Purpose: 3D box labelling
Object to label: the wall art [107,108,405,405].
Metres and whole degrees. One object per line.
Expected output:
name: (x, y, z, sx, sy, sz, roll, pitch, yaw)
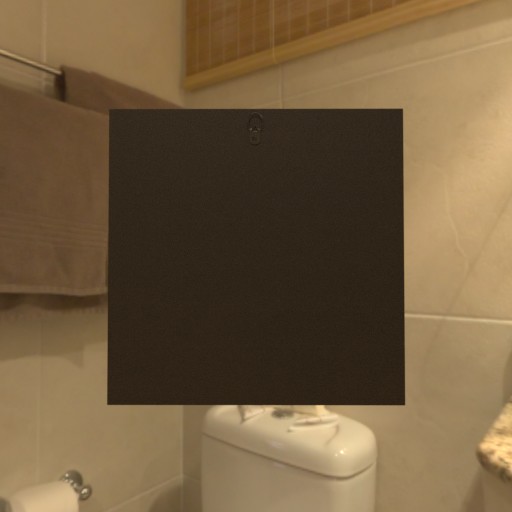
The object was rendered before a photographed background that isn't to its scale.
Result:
wall art: (0.000, 0.000, 1.218, 0.805, 0.807, 0.043, 0, -1, 0)
